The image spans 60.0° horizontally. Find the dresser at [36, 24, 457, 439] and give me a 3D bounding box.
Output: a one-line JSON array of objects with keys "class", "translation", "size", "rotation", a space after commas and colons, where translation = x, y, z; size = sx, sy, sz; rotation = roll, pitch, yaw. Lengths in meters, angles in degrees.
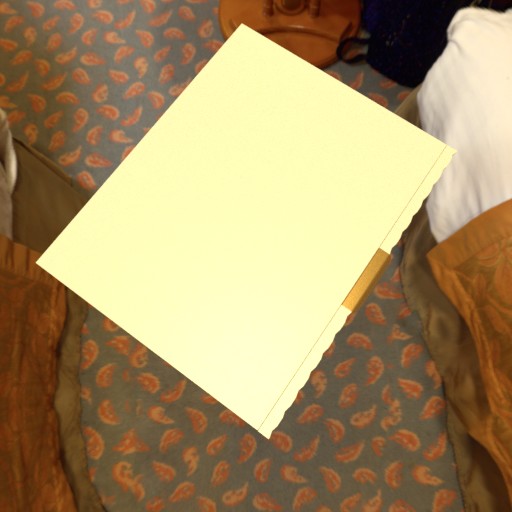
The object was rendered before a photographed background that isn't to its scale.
[{"class": "dresser", "translation": [0.000, 0.000, 0.927], "size": [0.414, 0.568, 0.503], "rotation": [34, 78, 9]}]
